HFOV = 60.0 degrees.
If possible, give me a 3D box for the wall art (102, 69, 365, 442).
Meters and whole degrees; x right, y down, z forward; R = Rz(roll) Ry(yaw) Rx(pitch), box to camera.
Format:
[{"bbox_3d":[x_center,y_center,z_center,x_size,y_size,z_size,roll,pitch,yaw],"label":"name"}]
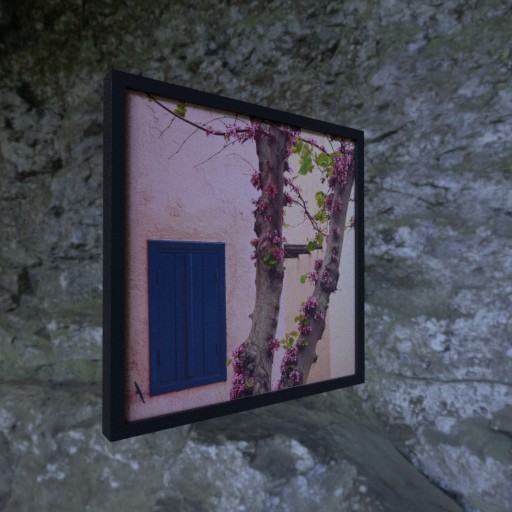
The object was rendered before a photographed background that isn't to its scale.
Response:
[{"bbox_3d":[0.000,0.000,0.763,0.508,0.508,0.038,0,-1,-35],"label":"wall art"}]
